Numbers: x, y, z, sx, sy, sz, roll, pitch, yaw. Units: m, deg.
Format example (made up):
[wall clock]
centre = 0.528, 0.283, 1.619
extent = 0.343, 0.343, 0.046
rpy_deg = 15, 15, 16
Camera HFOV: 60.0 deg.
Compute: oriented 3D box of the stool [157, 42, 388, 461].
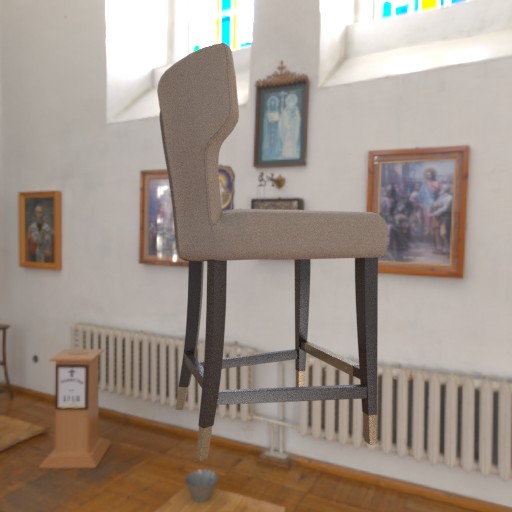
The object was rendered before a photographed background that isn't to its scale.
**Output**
[stool]
centre = 0.000, 0.000, 1.303
extent = 0.563, 0.982, 0.527
rpy_deg = 0, 1, -18
